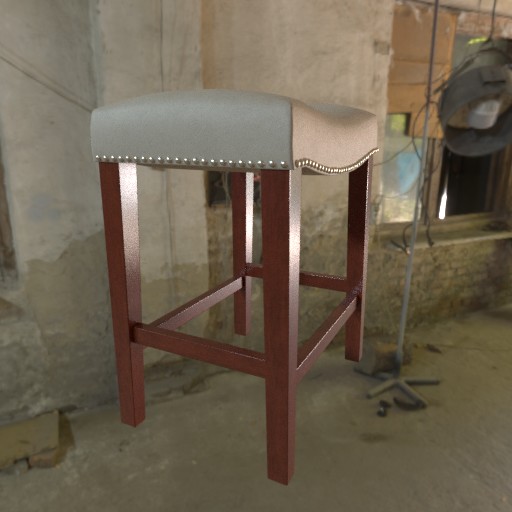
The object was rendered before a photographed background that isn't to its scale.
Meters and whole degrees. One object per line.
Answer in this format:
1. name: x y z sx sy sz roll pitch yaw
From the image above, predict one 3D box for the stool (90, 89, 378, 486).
1. stool: 0.000 0.000 0.940 0.375 0.632 0.509 8 18 26
